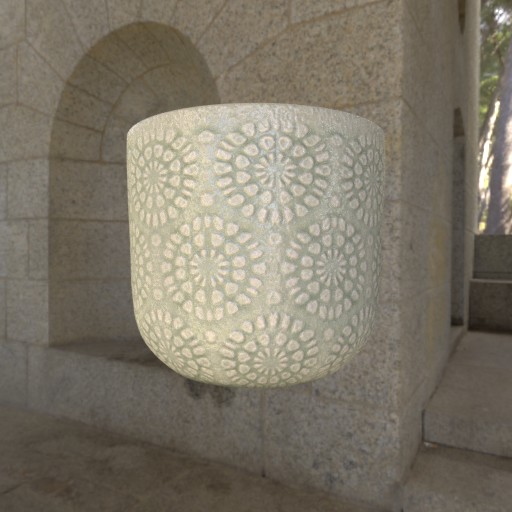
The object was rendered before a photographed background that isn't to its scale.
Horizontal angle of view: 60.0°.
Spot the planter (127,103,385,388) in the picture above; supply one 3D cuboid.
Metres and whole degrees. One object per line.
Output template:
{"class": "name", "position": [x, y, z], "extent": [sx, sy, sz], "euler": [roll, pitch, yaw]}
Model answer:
{"class": "planter", "position": [0.000, 0.000, 0.303], "extent": [0.169, 0.153, 0.169], "euler": [0, 1, 0]}
